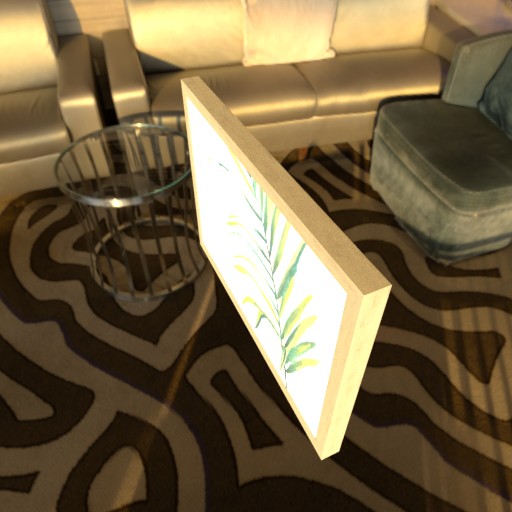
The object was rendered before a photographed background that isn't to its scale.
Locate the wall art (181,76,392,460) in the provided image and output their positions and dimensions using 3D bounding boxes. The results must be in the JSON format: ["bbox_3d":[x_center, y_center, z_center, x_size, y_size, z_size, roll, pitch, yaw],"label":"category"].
[{"bbox_3d":[0.000,0.000,0.715,0.032,0.380,0.532,-18,47,-18],"label":"wall art"}]
